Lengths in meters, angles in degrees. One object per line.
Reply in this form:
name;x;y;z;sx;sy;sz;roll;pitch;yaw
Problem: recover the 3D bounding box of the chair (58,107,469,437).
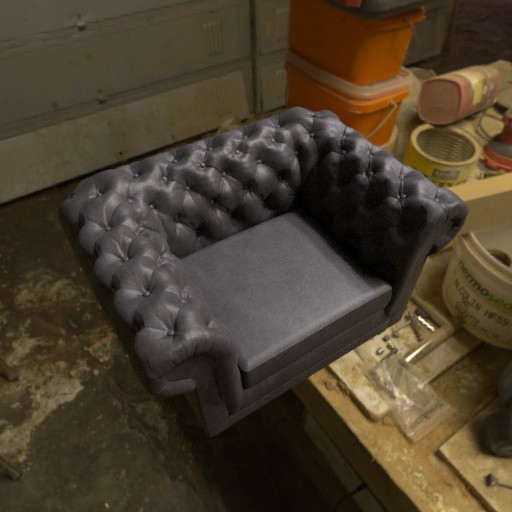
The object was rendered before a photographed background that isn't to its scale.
chair;0.000;0.000;1.864;1.298;0.780;0.943;-25;51;-22
